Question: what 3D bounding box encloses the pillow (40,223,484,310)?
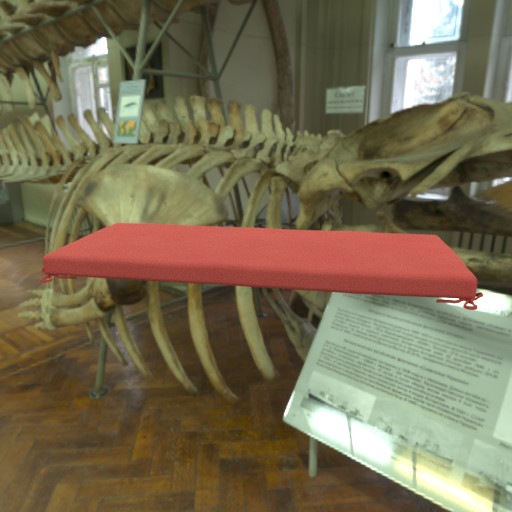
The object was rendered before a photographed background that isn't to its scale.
[{"bbox_3d":[0.000,0.000,1.340,1.187,0.081,0.492,3,16,9],"label":"pillow"}]
